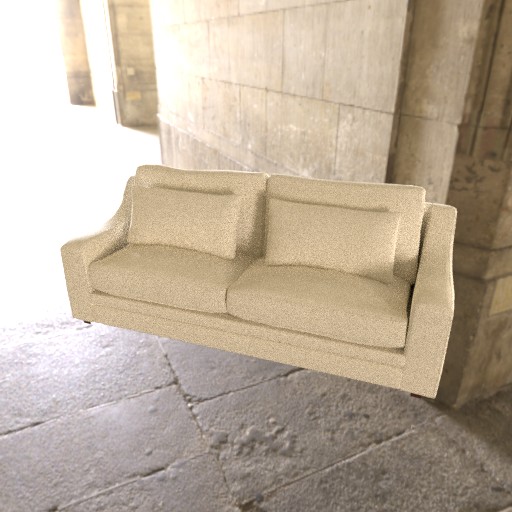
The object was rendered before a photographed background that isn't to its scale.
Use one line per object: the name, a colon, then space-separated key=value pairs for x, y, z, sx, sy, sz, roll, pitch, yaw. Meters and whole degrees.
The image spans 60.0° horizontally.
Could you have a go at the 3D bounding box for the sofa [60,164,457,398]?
sofa: x=0.000 y=0.000 z=3.027 sx=2.470 sy=1.022 sz=1.009 roll=9 pitch=27 yaw=17
